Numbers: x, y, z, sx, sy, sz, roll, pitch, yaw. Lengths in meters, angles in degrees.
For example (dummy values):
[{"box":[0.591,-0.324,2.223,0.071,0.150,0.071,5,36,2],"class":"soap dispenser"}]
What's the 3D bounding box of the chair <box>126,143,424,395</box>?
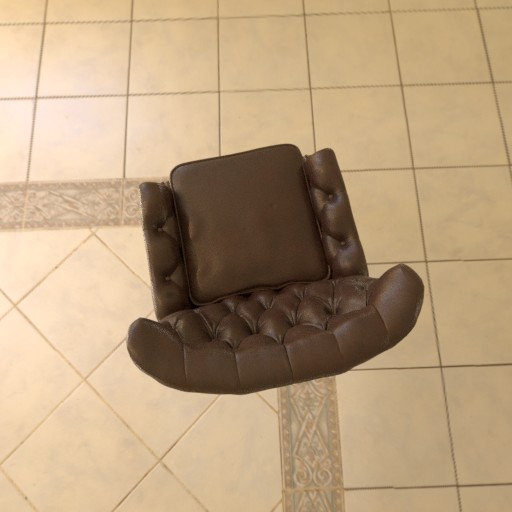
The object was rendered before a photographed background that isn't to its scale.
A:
[{"box":[0.000,0.000,1.486,0.709,0.864,0.823,-11,76,-3],"class":"chair"}]
